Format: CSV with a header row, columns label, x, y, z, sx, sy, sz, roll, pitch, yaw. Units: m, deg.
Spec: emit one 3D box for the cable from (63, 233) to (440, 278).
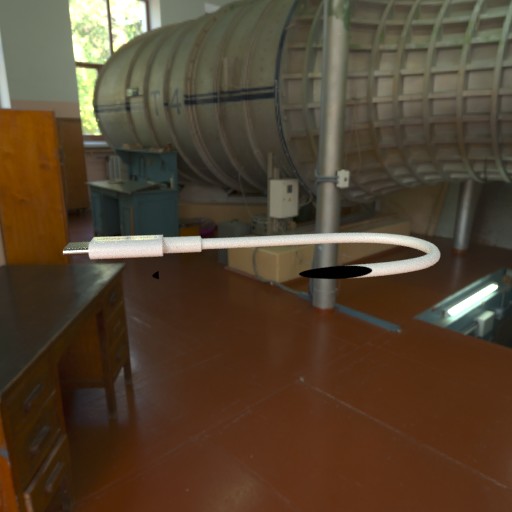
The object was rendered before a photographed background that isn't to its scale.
label,x,y,z,sx,sy,sz,roll,pitch,yaw
cable,0.000,0.000,0.113,0.098,0.005,0.041,-3,16,-9
